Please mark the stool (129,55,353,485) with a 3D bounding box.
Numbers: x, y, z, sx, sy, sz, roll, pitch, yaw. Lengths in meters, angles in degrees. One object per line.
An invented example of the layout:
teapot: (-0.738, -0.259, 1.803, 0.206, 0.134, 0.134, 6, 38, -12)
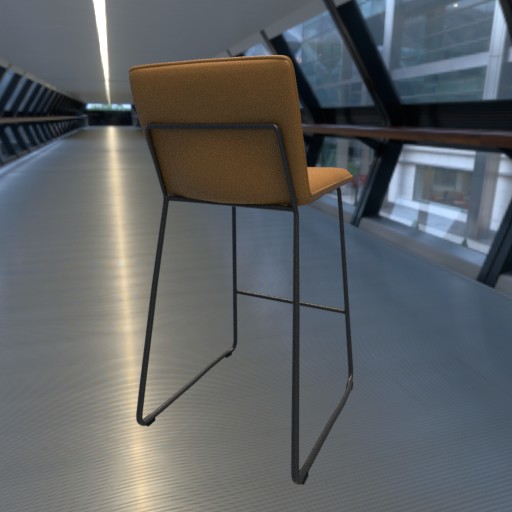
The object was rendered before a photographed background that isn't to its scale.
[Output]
stool: (0.000, 0.000, 1.213, 0.489, 0.936, 0.524, 8, 18, 26)
